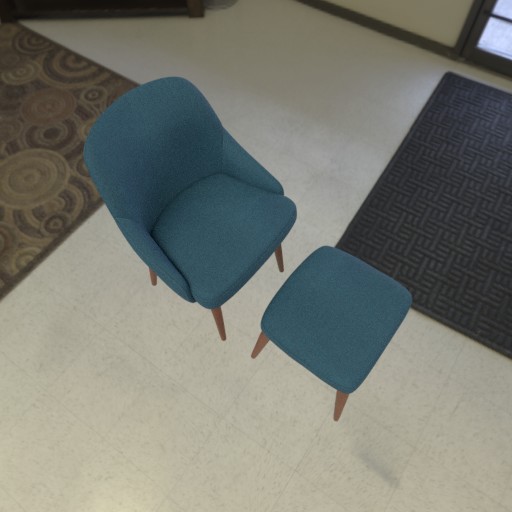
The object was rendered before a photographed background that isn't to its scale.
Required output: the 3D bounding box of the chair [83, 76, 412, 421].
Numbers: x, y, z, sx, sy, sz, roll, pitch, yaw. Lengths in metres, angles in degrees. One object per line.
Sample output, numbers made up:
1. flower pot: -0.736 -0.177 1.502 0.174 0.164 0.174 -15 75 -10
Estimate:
1. chair: 0.000 0.000 1.622 1.114 0.866 0.584 34 65 18
